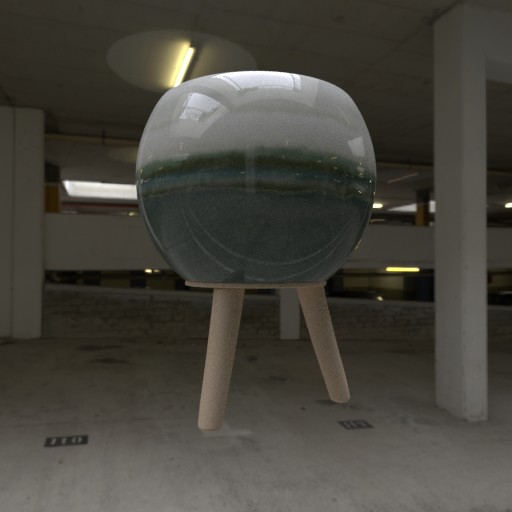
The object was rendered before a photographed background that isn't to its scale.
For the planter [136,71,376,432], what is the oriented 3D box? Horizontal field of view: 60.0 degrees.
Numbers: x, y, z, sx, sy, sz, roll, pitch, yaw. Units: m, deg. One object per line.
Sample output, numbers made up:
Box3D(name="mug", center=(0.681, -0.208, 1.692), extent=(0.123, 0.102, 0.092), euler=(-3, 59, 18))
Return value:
Box3D(name="planter", center=(0.000, 0.000, 0.422), extent=(0.222, 0.278, 0.222), euler=(0, -1, 0))
